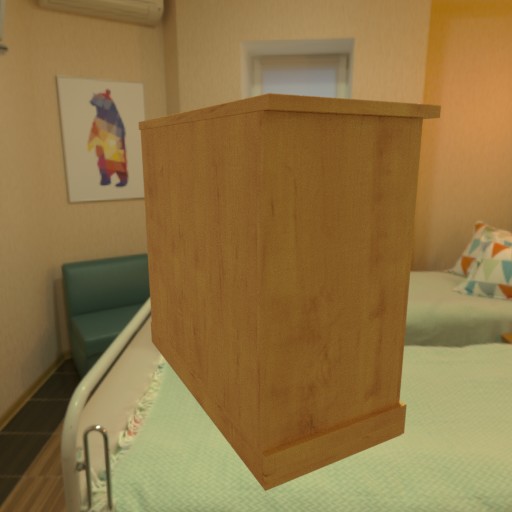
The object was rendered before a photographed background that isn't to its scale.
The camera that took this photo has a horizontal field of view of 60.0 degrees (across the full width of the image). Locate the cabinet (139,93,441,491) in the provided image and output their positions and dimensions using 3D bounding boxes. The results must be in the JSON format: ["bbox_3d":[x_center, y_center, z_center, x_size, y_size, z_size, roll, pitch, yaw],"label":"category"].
[{"bbox_3d":[0.000,0.000,1.386,0.450,0.840,0.920,-7,15,-28],"label":"cabinet"}]
